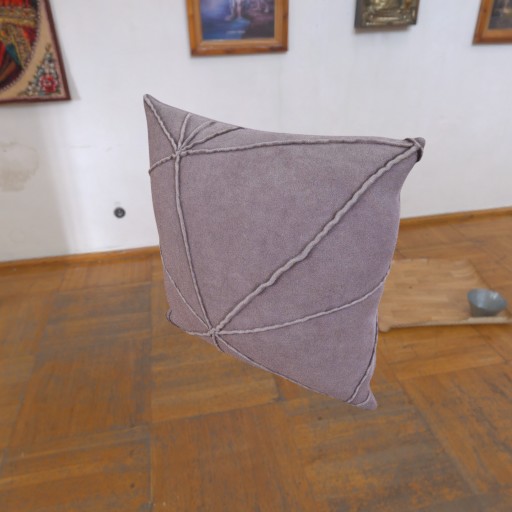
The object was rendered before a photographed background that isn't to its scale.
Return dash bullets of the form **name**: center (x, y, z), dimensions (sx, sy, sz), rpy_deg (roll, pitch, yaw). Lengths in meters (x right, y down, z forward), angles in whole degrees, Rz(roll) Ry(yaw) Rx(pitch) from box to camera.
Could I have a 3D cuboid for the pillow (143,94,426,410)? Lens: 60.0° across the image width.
- **pillow**: center (0.000, 0.000, 0.687), dimensions (0.439, 0.440, 0.185), rpy_deg (18, 34, 29)
